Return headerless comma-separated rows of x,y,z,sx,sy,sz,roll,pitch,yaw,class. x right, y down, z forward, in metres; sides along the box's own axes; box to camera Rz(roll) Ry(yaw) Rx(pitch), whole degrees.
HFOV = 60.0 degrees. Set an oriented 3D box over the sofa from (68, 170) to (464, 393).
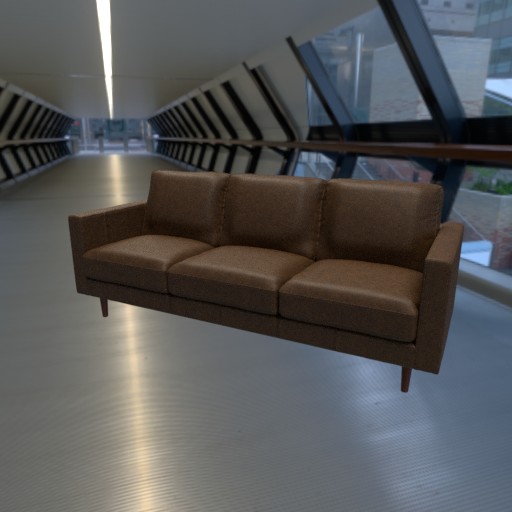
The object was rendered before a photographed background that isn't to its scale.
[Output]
0.000,0.000,2.706,2.231,0.930,0.903,8,18,26,sofa
